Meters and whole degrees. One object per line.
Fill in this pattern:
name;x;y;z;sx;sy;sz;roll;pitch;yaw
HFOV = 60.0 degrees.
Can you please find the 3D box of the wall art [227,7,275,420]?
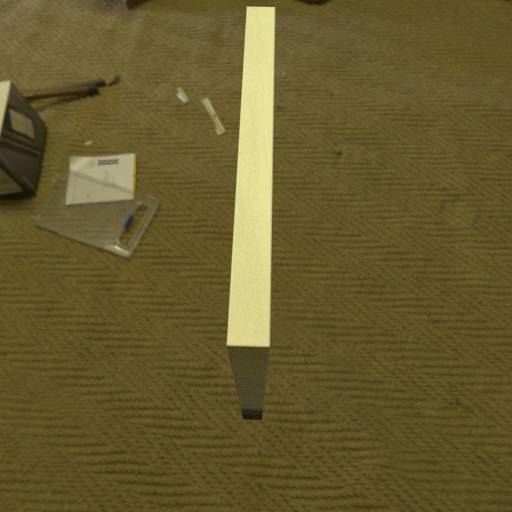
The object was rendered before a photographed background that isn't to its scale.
wall art;0.000;0.000;0.794;0.040;0.608;0.489;2;64;1
